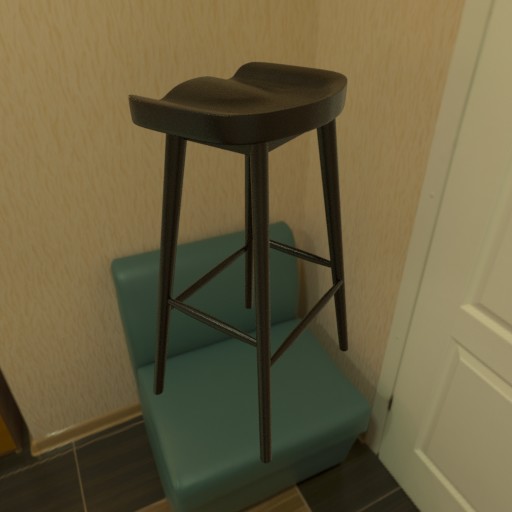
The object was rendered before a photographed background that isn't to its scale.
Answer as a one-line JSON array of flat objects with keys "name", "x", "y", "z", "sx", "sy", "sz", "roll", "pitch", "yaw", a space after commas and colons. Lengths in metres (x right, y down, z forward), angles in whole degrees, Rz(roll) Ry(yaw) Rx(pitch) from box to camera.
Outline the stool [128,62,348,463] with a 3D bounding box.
[{"name": "stool", "x": 0.000, "y": 0.000, "z": 1.015, "sx": 0.361, "sy": 0.749, "sz": 0.440, "roll": 20, "pitch": 39, "yaw": 28}]
